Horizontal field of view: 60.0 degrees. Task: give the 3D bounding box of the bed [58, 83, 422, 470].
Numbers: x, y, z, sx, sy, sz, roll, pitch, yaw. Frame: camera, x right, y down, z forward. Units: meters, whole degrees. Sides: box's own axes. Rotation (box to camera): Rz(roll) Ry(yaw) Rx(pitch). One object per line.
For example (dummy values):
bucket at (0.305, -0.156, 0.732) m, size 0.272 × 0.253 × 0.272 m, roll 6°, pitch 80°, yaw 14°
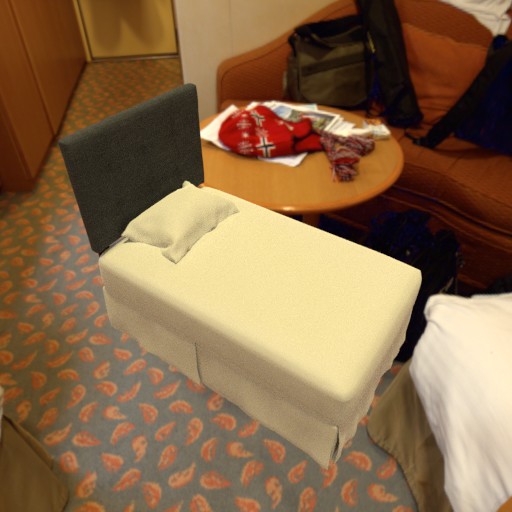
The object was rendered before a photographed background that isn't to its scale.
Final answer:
bed at (0.000, 0.000, 2.944) m, size 1.997 × 1.571 × 1.261 m, roll 24°, pitch 46°, yaw 26°
